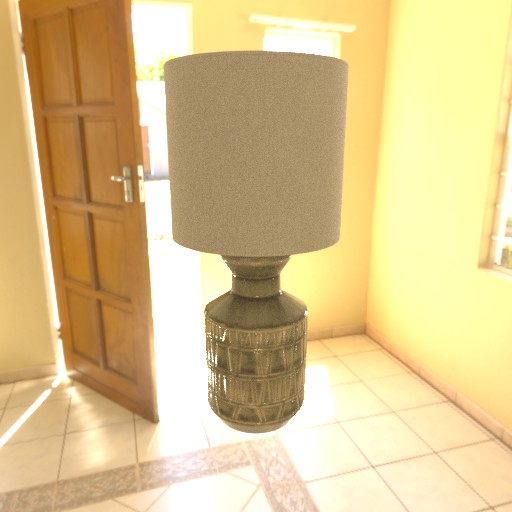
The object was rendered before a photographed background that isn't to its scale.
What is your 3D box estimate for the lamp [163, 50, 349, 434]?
[{"bbox_3d":[0.000,0.000,0.574,0.211,0.455,0.211,-8,17,-26],"label":"lamp"}]
